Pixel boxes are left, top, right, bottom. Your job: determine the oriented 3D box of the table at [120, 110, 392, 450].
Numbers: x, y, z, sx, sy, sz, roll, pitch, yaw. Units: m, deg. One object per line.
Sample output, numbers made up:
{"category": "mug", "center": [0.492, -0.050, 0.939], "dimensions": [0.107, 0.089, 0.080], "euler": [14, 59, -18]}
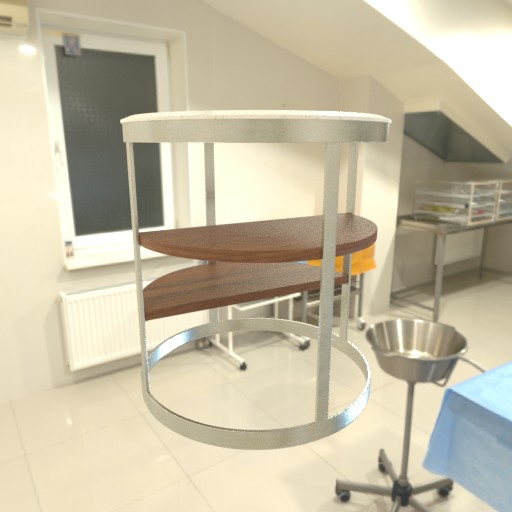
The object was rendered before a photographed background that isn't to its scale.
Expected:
{"category": "table", "center": [0.000, 0.000, 0.749], "dimensions": [0.407, 0.447, 0.407], "euler": [0, 15, 0]}
